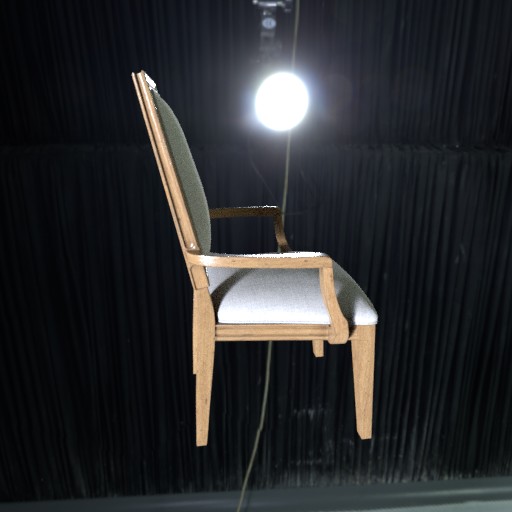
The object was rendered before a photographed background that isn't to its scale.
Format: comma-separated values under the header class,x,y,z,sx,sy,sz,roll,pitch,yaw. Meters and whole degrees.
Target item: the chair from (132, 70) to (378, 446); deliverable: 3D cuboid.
class,x,y,z,sx,sy,sz,roll,pitch,yaw
chair,0.000,0.000,1.331,0.602,0.990,0.606,-3,18,-9
